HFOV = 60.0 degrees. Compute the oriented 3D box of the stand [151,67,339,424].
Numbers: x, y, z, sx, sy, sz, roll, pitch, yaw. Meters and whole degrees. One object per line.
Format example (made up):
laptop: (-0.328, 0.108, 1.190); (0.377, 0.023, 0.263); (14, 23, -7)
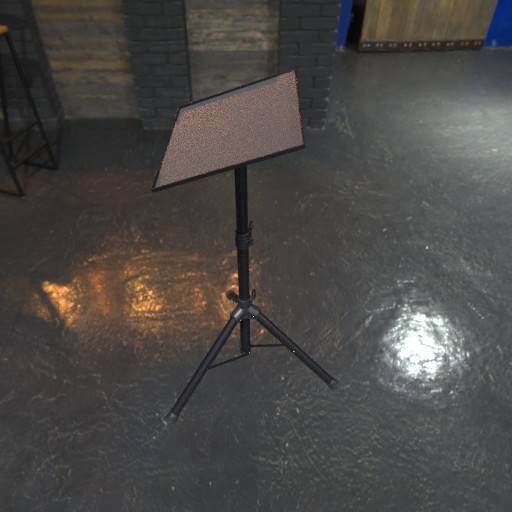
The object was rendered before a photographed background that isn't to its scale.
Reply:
stand: (0.000, 0.000, 1.589); (0.702, 1.198, 0.702); (1, 43, 1)
